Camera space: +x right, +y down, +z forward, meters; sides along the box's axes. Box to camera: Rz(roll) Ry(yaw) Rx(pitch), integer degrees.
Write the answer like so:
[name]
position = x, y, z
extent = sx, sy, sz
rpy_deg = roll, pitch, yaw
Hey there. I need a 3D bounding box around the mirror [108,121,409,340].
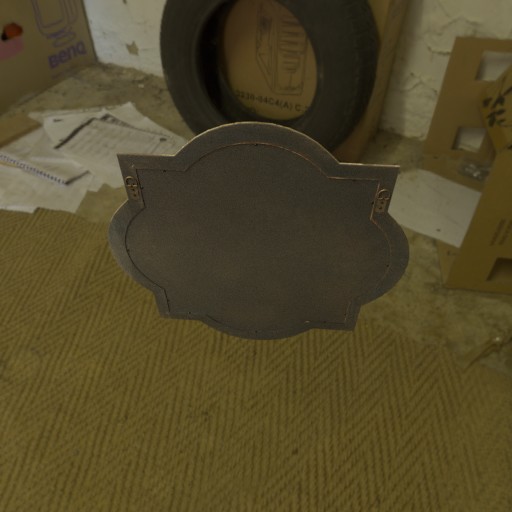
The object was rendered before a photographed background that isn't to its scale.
[mirror]
position = 0.000, 0.000, 1.053
extent = 0.686, 0.686, 0.019
rpy_deg = 3, 47, 3
